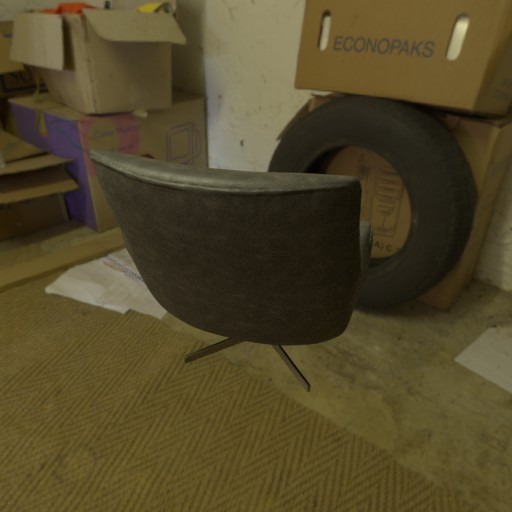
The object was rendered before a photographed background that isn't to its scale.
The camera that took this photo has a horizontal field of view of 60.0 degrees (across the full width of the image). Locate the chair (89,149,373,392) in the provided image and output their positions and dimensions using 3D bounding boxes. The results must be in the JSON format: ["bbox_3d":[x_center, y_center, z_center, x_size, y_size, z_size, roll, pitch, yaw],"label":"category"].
[{"bbox_3d":[0.000,0.000,1.513,0.738,0.870,0.874,9,32,15],"label":"chair"}]
